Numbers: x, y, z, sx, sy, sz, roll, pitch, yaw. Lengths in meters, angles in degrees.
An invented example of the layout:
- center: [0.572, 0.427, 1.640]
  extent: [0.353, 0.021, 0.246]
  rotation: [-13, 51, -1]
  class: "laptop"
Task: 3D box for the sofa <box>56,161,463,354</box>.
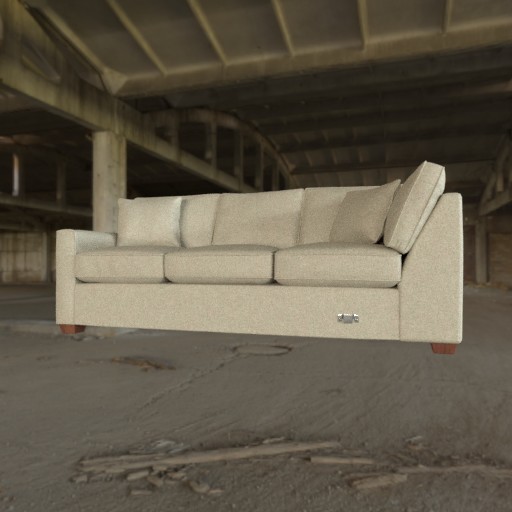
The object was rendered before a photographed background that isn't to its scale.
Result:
- center: [0.000, 0.000, 2.848]
  extent: [2.317, 0.962, 1.061]
  rotation: [0, -1, 17]
  class: "sofa"
